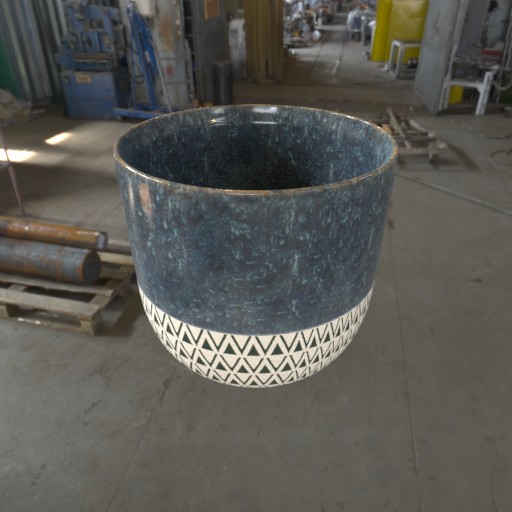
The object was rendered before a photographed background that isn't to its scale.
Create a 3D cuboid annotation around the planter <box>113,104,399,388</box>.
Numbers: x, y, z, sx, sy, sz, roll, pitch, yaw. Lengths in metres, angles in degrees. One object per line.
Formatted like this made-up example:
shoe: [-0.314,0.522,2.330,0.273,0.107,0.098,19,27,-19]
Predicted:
planter: [0.000,0.000,0.497,0.266,0.270,0.266,0,32,0]
